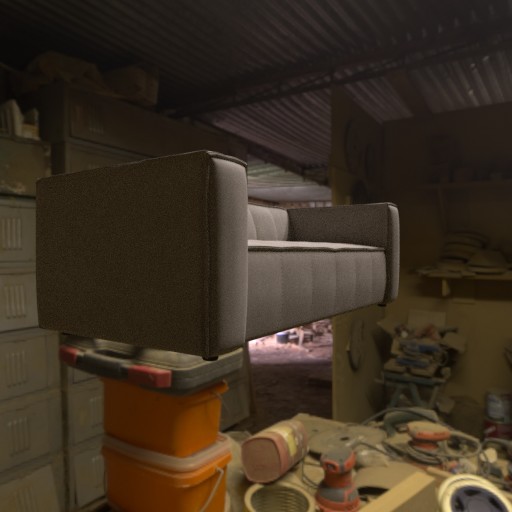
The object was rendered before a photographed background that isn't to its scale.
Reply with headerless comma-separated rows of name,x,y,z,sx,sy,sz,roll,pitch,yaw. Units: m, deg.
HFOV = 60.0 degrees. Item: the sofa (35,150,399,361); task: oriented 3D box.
sofa,0.000,0.000,2.433,1.038,0.680,1.995,0,1,34
